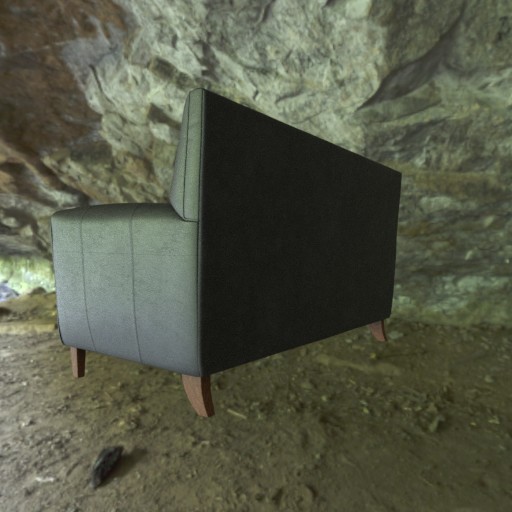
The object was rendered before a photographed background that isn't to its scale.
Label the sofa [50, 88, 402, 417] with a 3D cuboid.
[{"bbox_3d":[0.000,0.000,1.937,0.787,0.871,1.473,0,0,37],"label":"sofa"}]
